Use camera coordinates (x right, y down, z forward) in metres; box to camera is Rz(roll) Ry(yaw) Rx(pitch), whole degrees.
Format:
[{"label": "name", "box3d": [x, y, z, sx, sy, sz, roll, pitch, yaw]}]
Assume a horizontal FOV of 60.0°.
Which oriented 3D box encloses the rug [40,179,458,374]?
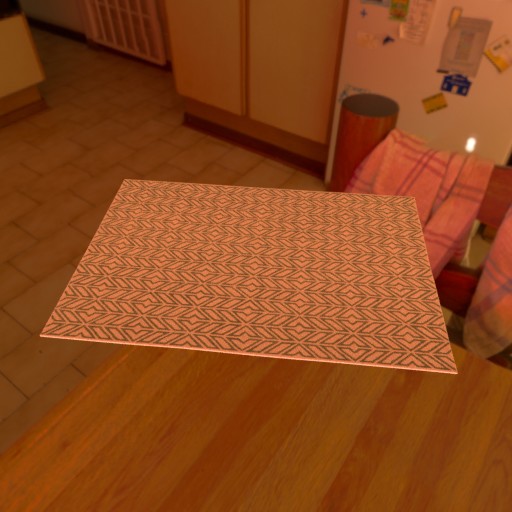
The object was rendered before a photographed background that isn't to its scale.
[{"label": "rug", "box3d": [0.000, 0.000, 2.357, 1.828, 0.007, 1.220, 4, 45, 4]}]
